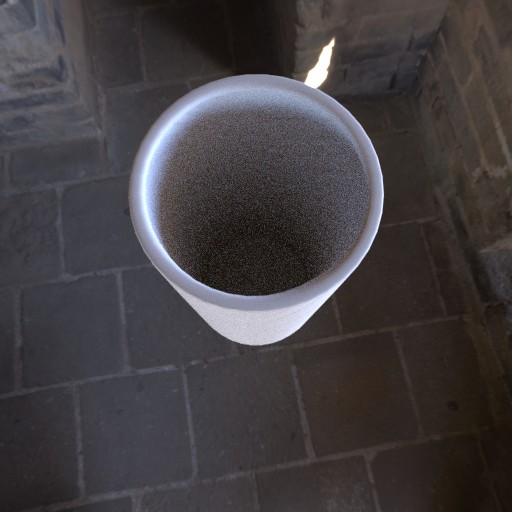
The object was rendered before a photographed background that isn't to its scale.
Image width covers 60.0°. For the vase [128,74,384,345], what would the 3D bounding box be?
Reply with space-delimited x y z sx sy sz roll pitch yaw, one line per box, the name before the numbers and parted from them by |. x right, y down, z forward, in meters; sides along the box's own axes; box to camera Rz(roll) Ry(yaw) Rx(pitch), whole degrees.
vase | 0.000 0.000 0.391 0.143 0.316 0.143 0 76 0
